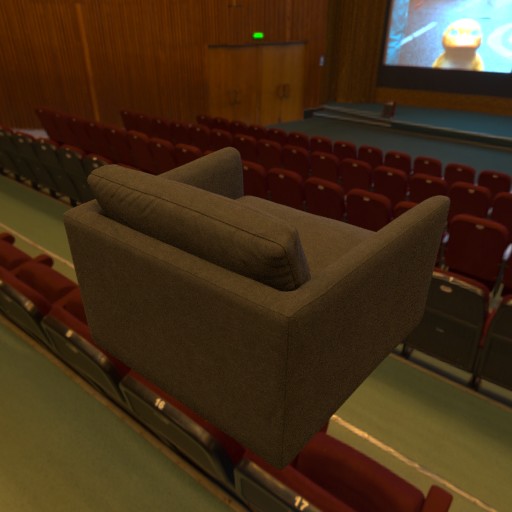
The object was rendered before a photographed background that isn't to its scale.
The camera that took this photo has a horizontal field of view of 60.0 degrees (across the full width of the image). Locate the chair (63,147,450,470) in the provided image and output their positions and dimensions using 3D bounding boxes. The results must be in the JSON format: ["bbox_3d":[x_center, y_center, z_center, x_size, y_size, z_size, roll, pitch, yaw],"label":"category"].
[{"bbox_3d":[0.000,0.000,1.863,1.190,0.845,1.091,21,36,32],"label":"chair"}]
